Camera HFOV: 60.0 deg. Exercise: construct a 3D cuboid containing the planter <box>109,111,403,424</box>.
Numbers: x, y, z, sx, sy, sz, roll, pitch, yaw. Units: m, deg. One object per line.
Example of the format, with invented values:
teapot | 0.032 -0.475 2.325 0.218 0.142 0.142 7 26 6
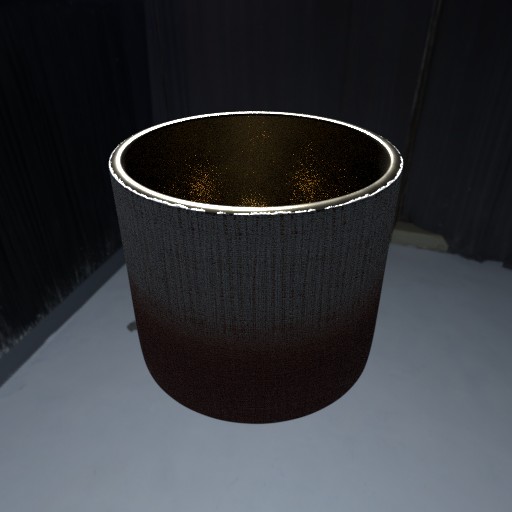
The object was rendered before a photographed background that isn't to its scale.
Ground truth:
planter | 0.000 0.000 0.314 0.178 0.157 0.178 0 33 0
